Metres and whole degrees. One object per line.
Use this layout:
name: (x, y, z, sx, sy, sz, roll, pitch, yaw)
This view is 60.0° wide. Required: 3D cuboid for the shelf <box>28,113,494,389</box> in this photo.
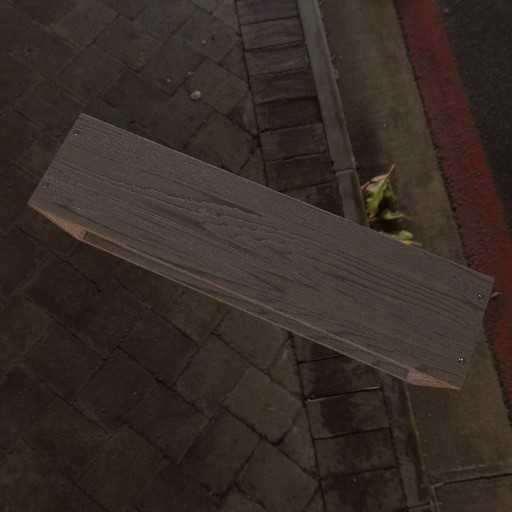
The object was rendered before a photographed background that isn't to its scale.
shelf: (0.000, 0.000, 0.670, 0.610, 0.170, 0.150, 23, 77, 6)
